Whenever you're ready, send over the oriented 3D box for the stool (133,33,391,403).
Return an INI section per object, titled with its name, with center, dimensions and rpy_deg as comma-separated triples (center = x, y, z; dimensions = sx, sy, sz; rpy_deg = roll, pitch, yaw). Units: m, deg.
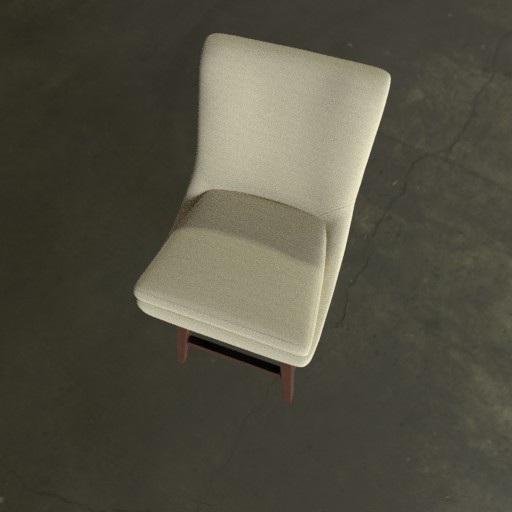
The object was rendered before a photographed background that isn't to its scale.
[stool]
center = 0.000, 0.000, 1.288
dimensions = 0.483, 0.991, 0.559
rpy_deg = 17, 60, 10
